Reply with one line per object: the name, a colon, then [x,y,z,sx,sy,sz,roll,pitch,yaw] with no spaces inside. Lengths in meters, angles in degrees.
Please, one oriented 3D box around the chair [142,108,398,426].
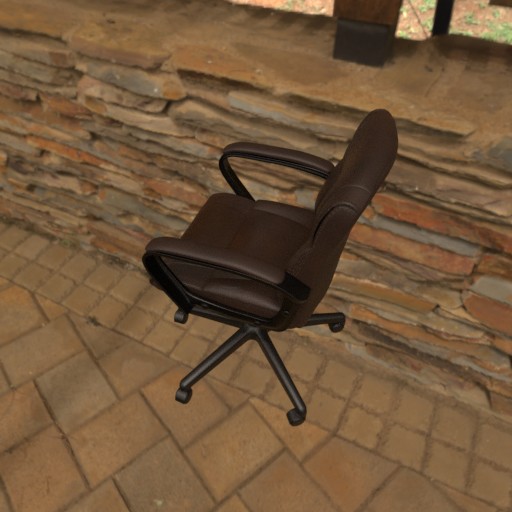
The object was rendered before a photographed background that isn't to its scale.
chair: [0.000,0.000,1.484,0.717,1.004,0.739,16,48,15]
